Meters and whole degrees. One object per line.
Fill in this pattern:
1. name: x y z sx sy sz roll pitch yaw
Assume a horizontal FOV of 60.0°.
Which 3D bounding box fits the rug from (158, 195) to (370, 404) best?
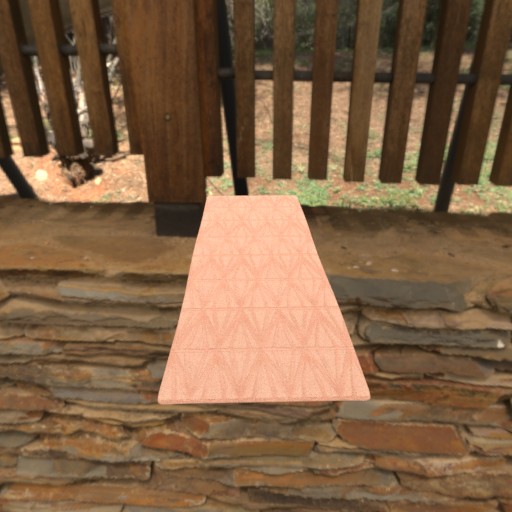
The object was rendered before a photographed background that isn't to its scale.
1. rug: 0.000 0.000 2.649 0.760 0.015 2.435 -1 25 -1
